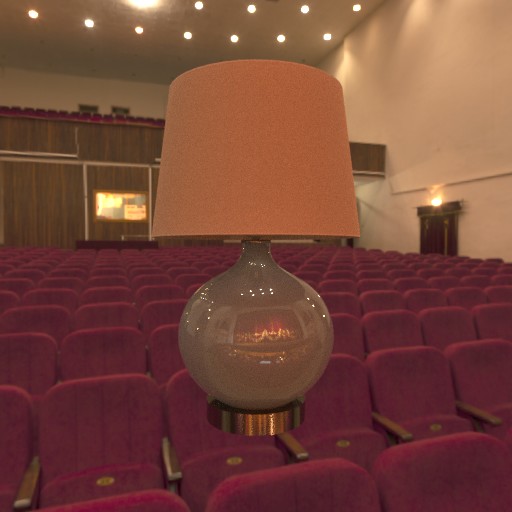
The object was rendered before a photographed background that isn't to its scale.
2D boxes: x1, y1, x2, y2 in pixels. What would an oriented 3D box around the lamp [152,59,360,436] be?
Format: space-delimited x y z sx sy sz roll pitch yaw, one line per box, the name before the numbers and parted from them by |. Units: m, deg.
lamp | 0.000 0.000 0.536 0.247 0.387 0.247 0 1 0
